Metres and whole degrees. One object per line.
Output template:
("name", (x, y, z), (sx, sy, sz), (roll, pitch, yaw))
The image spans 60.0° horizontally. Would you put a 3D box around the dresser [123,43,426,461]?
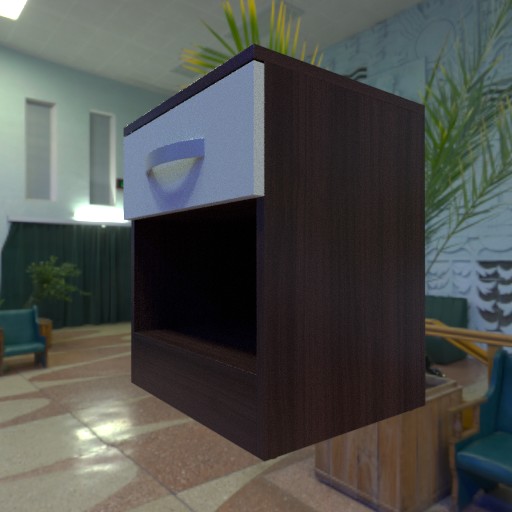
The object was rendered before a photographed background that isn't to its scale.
("dresser", (0.000, 0.000, 0.743), (0.360, 0.470, 0.400), (0, 0, -37))
